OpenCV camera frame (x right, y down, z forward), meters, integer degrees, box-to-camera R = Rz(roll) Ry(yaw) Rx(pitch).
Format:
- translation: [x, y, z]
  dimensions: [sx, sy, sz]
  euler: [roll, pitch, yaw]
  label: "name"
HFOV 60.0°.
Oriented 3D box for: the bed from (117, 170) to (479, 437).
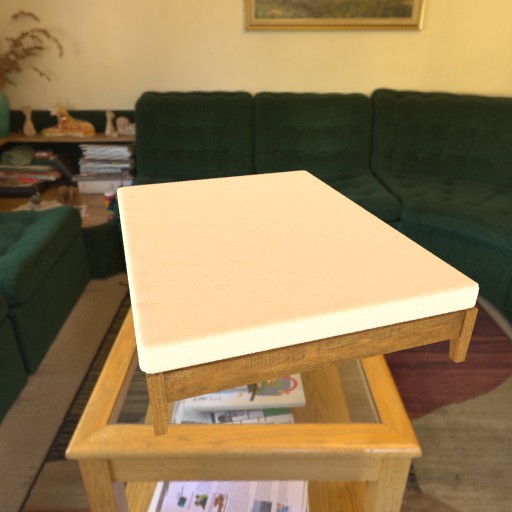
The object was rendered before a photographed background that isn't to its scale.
- translation: [0.000, 0.000, 2.745]
  dimensions: [1.536, 0.431, 2.016]
  euler: [-8, 28, -16]
  label: "bed"
